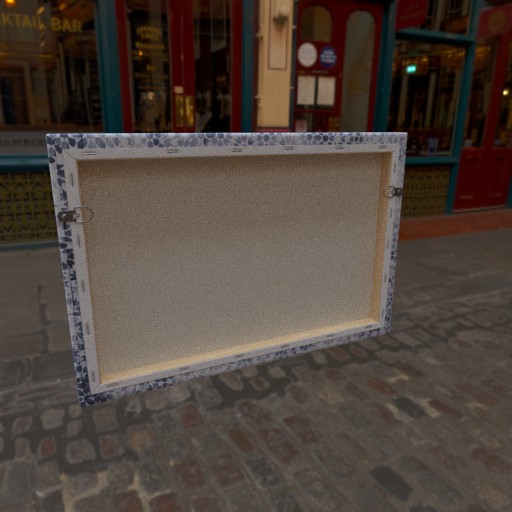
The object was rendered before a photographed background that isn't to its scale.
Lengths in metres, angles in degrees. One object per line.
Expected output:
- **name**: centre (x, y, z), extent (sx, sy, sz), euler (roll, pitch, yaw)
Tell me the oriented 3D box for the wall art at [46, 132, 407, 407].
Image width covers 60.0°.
- **wall art**: centre (0.000, 0.000, 0.760), extent (0.608, 0.406, 0.030), euler (-7, 18, -24)
